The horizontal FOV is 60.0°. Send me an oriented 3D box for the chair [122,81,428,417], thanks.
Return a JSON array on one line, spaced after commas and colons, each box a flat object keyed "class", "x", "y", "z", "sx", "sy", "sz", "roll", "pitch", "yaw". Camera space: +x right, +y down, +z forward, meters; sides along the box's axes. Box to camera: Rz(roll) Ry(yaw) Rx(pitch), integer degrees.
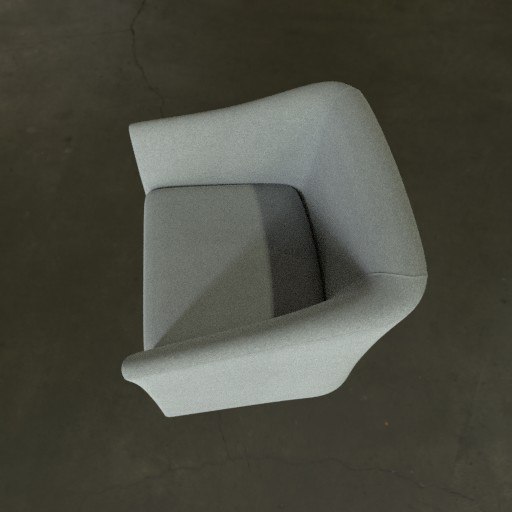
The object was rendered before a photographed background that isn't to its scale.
[{"class": "chair", "x": 0.000, "y": 0.000, "z": 1.357, "sx": 0.700, "sy": 0.720, "sz": 0.790, "roll": -6, "pitch": 59, "yaw": -4}]
